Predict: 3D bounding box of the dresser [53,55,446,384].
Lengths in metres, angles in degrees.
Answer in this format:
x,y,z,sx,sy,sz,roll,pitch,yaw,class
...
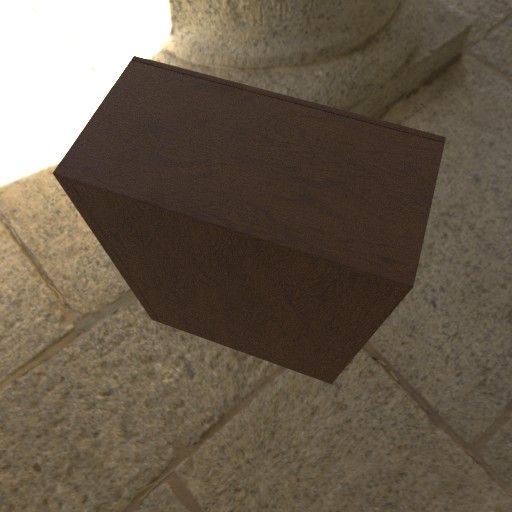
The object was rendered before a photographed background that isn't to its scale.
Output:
x,y,z,sx,sy,sz,roll,pitch,yaw,class
0.000,0.000,1.803,0.964,1.320,0.516,18,65,9,dresser
